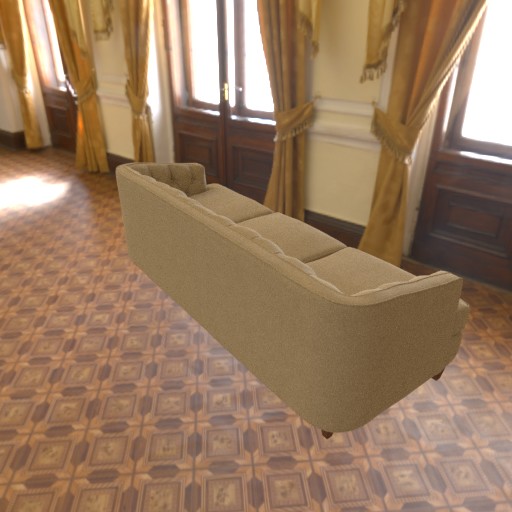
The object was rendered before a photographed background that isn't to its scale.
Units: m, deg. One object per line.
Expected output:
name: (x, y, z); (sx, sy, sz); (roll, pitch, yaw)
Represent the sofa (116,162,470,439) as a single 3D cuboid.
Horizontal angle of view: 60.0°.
sofa: (0.000, 0.000, 2.656); (0.913, 0.788, 2.235); (-19, 33, -32)
